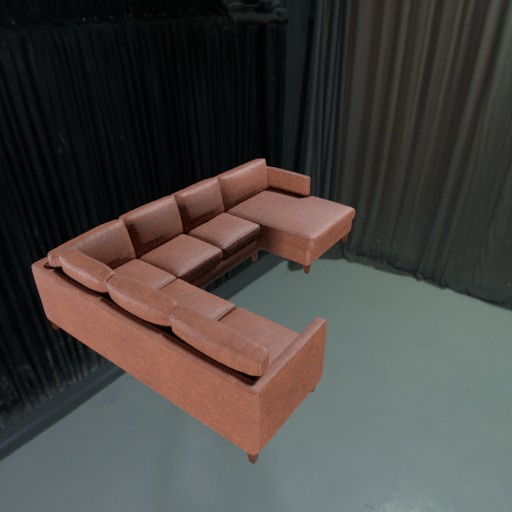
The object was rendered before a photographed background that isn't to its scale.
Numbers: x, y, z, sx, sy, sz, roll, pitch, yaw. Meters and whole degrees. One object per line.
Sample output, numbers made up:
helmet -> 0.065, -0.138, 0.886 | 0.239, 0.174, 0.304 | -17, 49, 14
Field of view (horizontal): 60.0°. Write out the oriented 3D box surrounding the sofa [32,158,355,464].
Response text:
sofa -> 0.000, 0.000, 4.665 | 2.593, 0.923, 3.460 | 21, 37, 31
